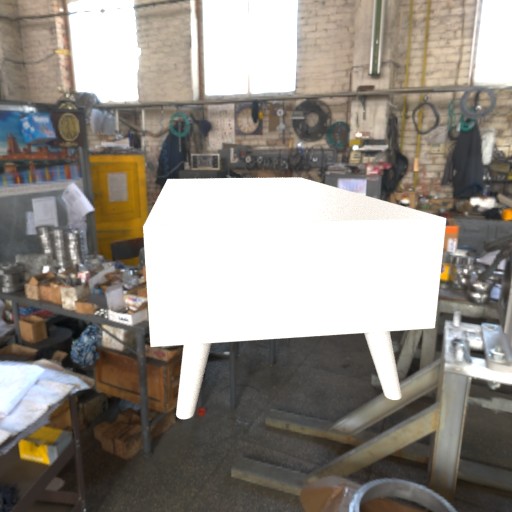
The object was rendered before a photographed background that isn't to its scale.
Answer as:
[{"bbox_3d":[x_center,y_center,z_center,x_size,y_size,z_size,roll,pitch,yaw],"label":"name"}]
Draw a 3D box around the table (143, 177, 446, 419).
[{"bbox_3d":[0.000,0.000,1.492,0.609,0.432,1.194,-2,14,-9],"label":"table"}]
